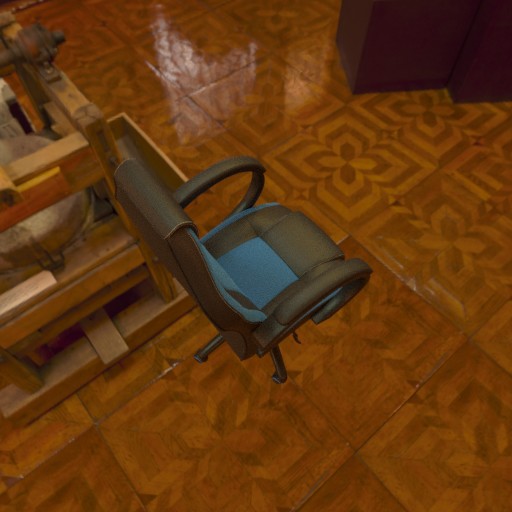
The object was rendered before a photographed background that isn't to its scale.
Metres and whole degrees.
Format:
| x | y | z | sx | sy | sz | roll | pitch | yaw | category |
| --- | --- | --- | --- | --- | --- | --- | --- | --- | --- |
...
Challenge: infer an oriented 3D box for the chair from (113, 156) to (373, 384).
| x | y | z | sx | sy | sz | roll | pitch | yaw | category |
| --- | --- | --- | --- | --- | --- | --- | --- | --- | --- |
| 0.000 | 0.000 | 1.643 | 0.724 | 1.187 | 0.673 | -33 | 63 | -19 | chair |
